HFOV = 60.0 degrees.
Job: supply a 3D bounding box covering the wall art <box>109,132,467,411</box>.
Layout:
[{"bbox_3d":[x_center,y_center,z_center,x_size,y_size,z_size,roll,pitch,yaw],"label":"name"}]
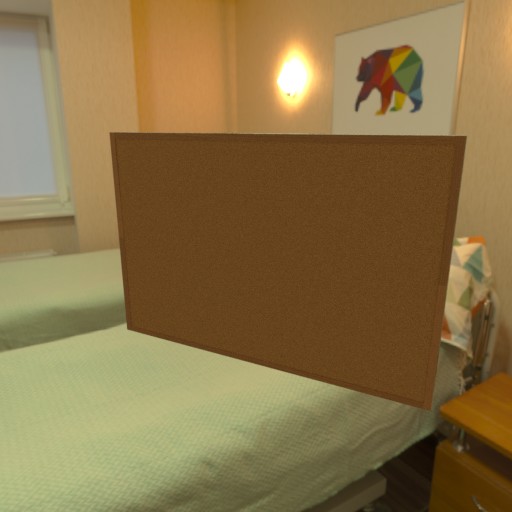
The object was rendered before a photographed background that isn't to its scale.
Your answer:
[{"bbox_3d":[0.000,0.000,1.422,1.141,0.758,0.035,8,18,26],"label":"wall art"}]
